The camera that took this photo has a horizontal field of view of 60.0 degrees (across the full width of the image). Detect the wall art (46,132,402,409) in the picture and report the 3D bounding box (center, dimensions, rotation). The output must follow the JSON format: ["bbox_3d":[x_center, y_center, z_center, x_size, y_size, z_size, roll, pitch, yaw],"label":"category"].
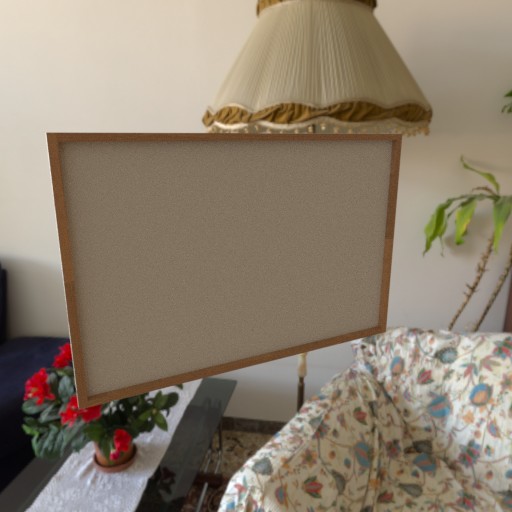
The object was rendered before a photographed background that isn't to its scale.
[{"bbox_3d":[0.000,0.000,1.137,0.914,0.607,0.023,-8,17,-26],"label":"wall art"}]
